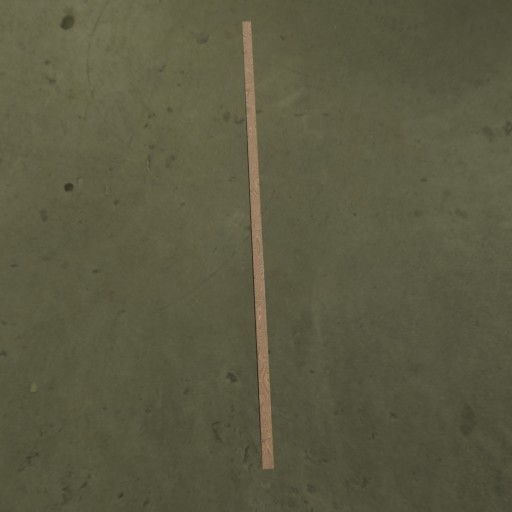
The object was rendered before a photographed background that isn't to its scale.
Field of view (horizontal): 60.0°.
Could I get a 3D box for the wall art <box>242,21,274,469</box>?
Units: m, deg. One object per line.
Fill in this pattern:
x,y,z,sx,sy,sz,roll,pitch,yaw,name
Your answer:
0.000,0.000,1.173,0.019,0.626,0.917,-3,75,-1,wall art
